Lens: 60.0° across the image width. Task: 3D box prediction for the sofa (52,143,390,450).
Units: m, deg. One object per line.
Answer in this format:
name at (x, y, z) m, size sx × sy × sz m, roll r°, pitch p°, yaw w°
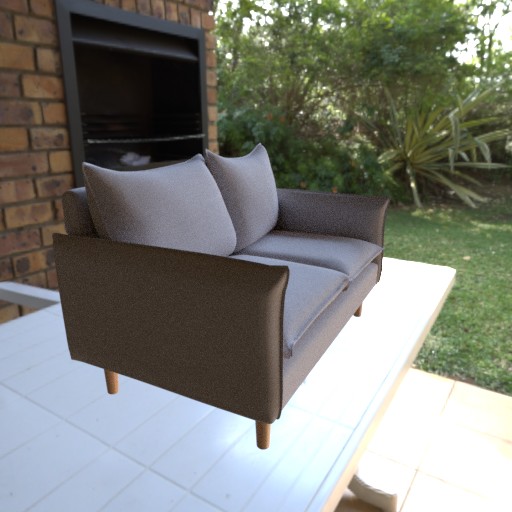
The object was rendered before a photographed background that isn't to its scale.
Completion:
sofa at (0.000, 0.000, 1.813) m, size 0.820 × 0.840 × 1.300 m, roll 9°, pitch 19°, yaw 26°
